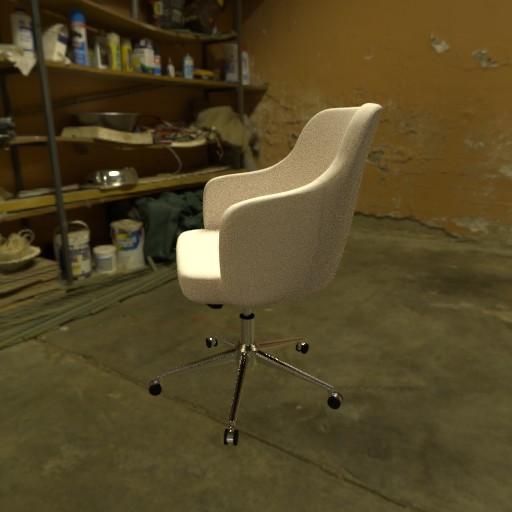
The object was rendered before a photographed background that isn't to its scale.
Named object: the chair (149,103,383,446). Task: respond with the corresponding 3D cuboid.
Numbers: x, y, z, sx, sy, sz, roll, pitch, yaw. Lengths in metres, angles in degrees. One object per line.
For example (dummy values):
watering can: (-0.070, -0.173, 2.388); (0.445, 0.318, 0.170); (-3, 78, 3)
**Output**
chair: (0.000, 0.000, 1.269); (0.647, 0.819, 0.602); (-3, 16, -10)
